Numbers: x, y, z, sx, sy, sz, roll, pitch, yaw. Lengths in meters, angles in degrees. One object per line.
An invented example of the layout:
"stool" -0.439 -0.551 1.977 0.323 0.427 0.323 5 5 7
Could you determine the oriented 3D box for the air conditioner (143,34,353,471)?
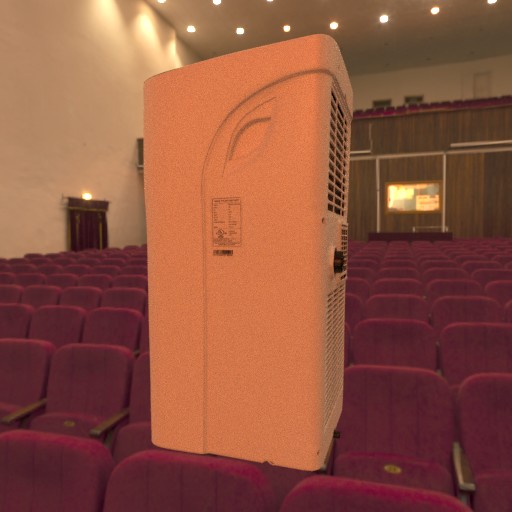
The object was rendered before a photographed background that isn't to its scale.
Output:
"air conditioner" 0.000 0.000 0.899 0.369 0.716 0.352 1 2 18
